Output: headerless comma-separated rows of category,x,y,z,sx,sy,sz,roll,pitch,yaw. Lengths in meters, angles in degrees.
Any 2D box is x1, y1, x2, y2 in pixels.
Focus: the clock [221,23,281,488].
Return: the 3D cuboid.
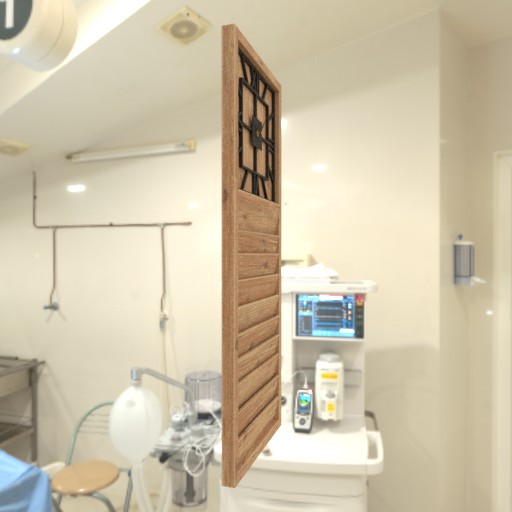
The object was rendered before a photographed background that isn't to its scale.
clock,0.000,0.000,1.094,0.030,0.965,0.361,0,0,19
